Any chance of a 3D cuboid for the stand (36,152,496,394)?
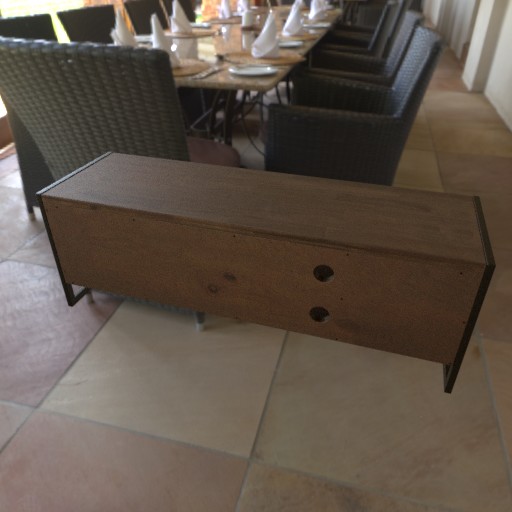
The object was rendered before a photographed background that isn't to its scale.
[{"bbox_3d":[0.000,0.000,1.679,1.480,0.506,0.454,10,34,15],"label":"stand"}]
